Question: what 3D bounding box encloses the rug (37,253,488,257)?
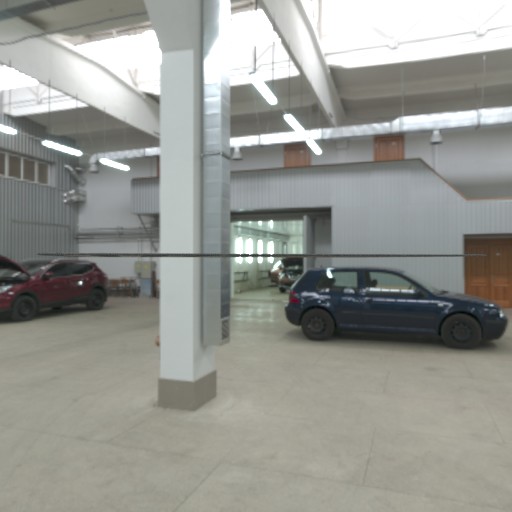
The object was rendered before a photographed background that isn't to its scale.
[{"bbox_3d":[0.000,0.000,3.059,2.476,0.011,1.554,0,0,-16],"label":"rug"}]
